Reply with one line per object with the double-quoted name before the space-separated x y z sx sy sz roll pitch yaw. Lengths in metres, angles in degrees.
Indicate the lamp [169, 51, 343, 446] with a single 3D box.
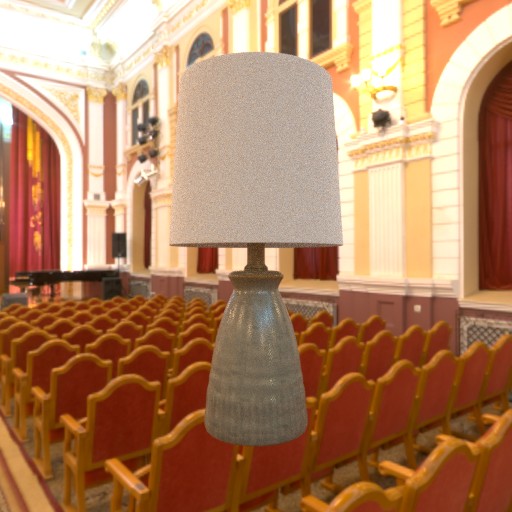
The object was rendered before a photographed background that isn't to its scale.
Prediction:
"lamp" 0.000 0.000 0.482 0.186 0.369 0.186 0 0 0
